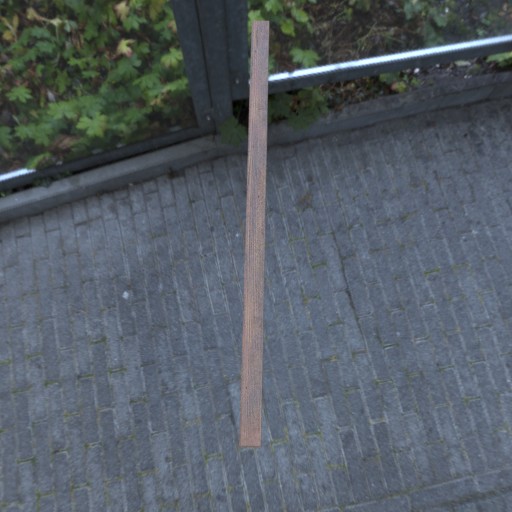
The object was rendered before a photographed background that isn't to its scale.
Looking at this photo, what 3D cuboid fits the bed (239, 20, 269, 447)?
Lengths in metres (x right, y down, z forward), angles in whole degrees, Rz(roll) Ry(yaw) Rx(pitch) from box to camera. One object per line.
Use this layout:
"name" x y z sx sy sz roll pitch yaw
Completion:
"bed" 0.000 0.000 1.498 0.046 0.942 1.046 1 76 0
